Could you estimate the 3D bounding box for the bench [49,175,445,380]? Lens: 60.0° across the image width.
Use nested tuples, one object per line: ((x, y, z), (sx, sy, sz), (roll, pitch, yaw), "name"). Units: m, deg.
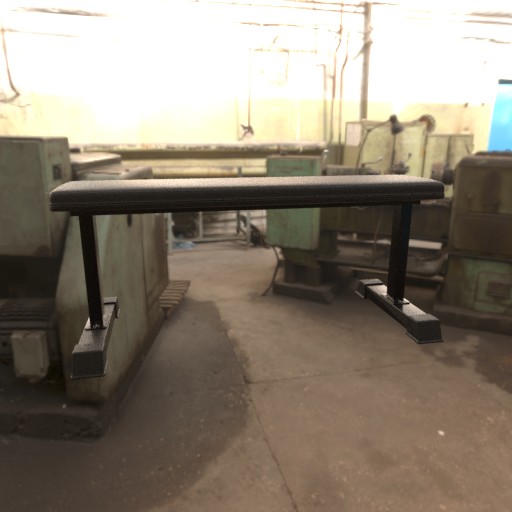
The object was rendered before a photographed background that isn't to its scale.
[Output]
((0.000, 0.000, 1.326), (1.072, 0.453, 0.439), (-3, 16, -11), "bench")
